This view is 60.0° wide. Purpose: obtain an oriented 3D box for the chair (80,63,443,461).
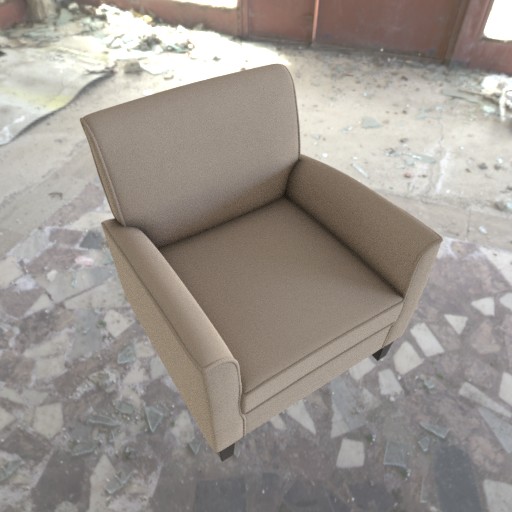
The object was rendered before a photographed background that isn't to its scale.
[{"bbox_3d":[0.000,0.000,1.515,0.820,0.915,0.820,-25,51,-22],"label":"chair"}]
